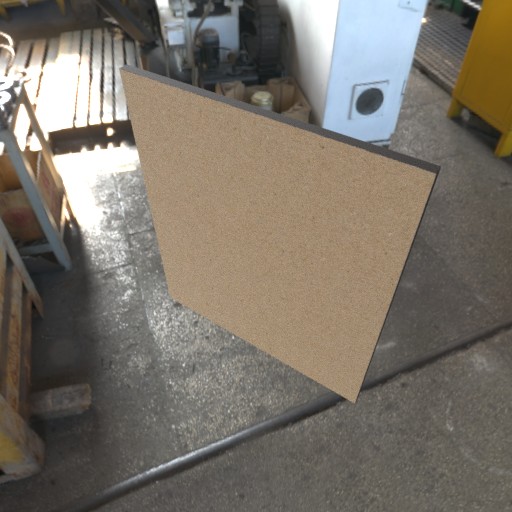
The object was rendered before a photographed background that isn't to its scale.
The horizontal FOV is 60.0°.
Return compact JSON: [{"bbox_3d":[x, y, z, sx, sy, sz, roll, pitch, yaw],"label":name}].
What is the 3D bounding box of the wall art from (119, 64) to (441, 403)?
[{"bbox_3d":[0.000,0.000,1.217,0.755,0.863,0.028,26,51,23],"label":"wall art"}]
